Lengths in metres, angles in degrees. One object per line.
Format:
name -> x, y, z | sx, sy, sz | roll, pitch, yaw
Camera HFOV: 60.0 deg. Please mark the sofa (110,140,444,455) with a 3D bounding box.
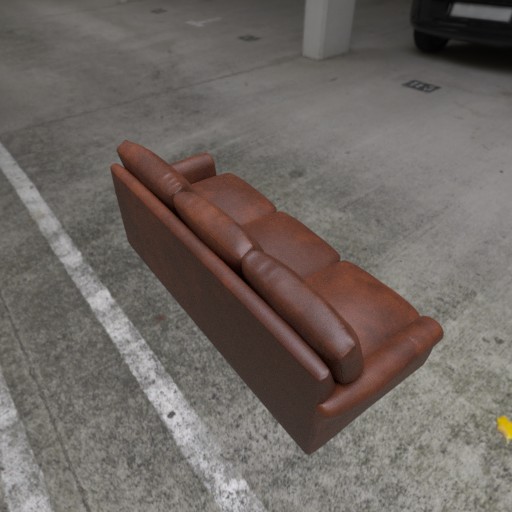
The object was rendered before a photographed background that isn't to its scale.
sofa -> 0.000, 0.000, 2.894 | 0.973, 0.977, 2.351 | -27, 49, -27
